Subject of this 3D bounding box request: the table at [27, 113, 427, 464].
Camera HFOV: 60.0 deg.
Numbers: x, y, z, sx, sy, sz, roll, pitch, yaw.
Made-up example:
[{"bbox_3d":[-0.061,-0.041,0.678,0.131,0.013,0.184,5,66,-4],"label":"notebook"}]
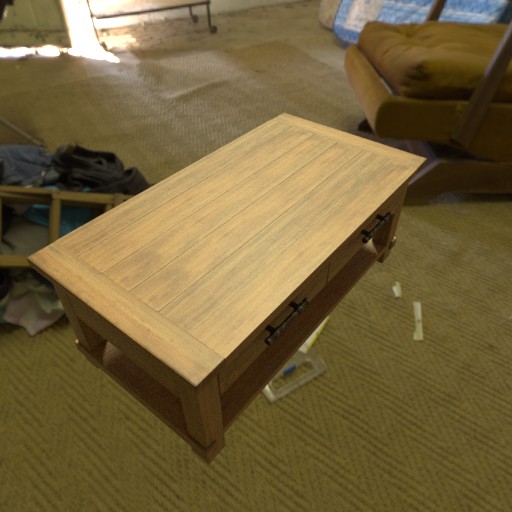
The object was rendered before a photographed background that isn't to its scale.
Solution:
[{"bbox_3d":[0.000,0.000,1.650,0.693,0.494,1.270,28,49,28],"label":"table"}]
